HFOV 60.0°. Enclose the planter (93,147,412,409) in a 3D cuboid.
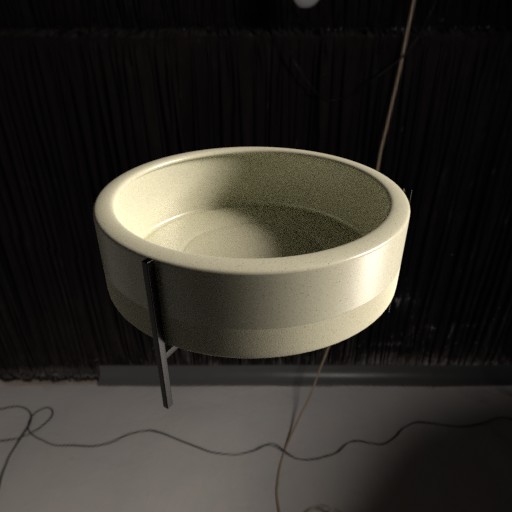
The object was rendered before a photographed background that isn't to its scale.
[{"bbox_3d":[0.000,0.000,0.531,0.345,0.171,0.336,-1,30,-1],"label":"planter"}]
